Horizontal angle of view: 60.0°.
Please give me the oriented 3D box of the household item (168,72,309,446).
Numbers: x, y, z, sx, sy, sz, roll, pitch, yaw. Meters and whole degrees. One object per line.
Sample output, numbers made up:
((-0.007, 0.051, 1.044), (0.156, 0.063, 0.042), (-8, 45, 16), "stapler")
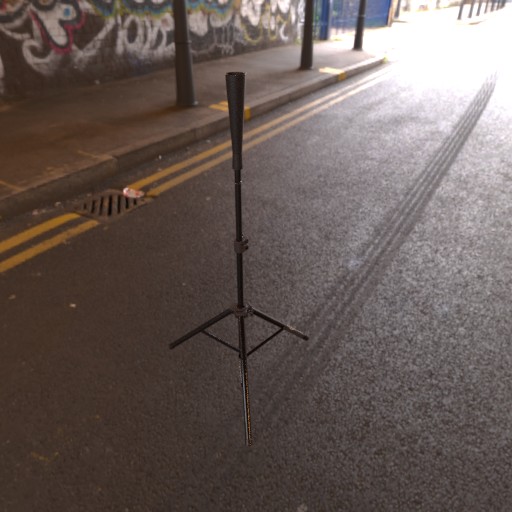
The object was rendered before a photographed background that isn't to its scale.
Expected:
((0.000, 0.000, 1.394), (0.559, 1.067, 0.559), (-11, 33, -17), "household item")
